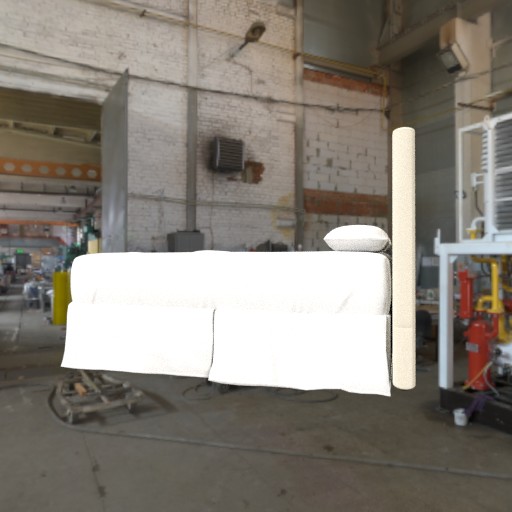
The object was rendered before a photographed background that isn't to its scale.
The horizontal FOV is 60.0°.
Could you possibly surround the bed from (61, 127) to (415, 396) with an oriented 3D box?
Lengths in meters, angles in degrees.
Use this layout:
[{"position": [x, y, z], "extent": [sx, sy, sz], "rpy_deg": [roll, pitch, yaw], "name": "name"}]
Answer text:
[{"position": [0.000, 0.000, 3.325], "extent": [2.196, 1.449, 1.741], "rpy_deg": [0, 0, 18], "name": "bed"}]
